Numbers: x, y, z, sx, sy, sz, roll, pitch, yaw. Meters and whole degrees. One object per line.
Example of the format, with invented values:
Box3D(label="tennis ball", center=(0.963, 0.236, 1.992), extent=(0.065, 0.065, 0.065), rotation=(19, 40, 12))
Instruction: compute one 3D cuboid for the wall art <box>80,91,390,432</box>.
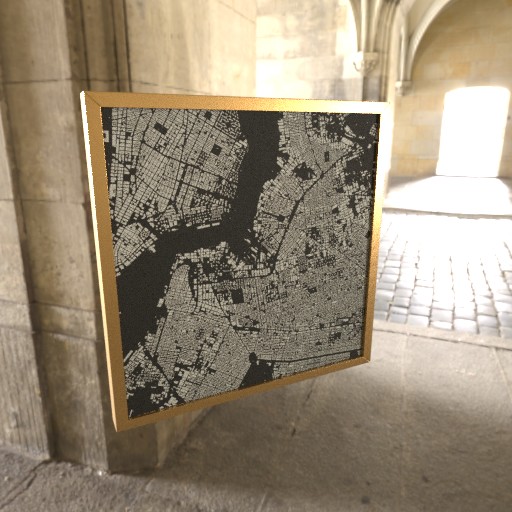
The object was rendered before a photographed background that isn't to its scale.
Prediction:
Box3D(label="wall art", center=(0.000, 0.000, 0.454), extent=(0.305, 0.305, 0.023), rotation=(-8, 17, -25))
